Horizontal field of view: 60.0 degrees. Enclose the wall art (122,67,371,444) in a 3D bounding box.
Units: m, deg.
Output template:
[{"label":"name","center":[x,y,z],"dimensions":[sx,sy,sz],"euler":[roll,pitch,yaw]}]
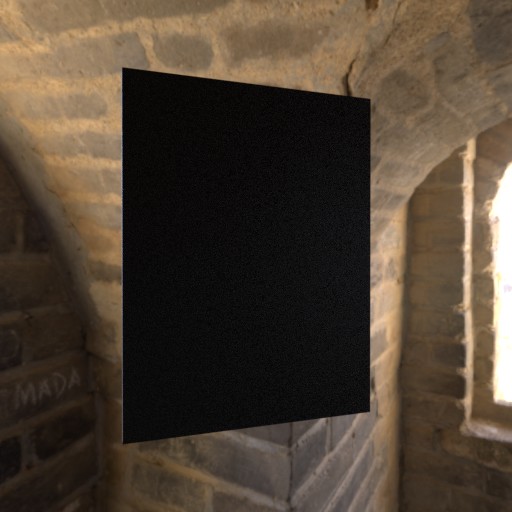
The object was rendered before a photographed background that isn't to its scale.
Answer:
[{"label":"wall art","center":[0.000,0.000,1.393],"dimensions":[0.806,1.062,0.038],"euler":[0,0,-19]}]
